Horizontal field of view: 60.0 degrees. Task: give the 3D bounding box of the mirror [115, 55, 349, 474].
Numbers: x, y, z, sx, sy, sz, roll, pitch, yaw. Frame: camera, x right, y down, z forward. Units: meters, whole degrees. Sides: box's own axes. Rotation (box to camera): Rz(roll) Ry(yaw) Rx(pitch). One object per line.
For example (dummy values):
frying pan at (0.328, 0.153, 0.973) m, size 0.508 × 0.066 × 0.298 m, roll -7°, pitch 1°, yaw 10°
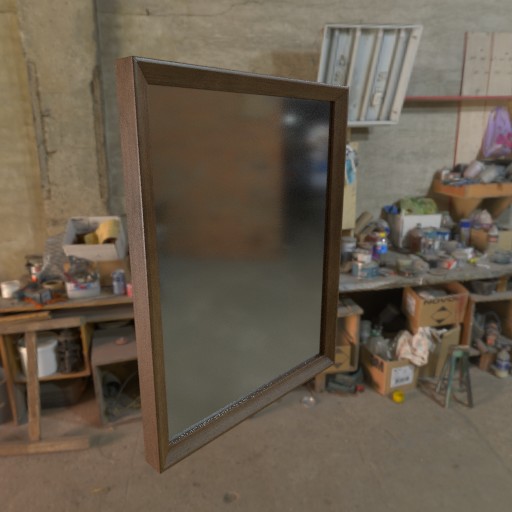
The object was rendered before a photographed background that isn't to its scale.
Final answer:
mirror at (0.000, 0.000, 0.672) m, size 0.041 × 0.509 × 0.406 m, roll 14°, pitch 21°, yaw 42°
